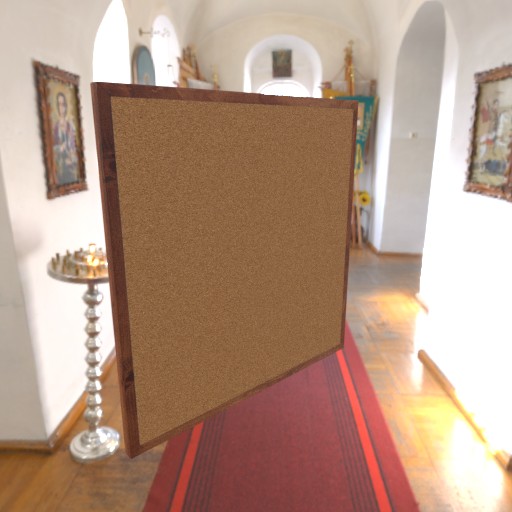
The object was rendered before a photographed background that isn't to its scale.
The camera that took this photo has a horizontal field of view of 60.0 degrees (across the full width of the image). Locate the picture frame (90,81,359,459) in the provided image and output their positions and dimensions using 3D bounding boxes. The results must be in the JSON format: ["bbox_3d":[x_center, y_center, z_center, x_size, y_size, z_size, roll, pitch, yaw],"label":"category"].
[{"bbox_3d":[0.000,0.000,1.185,0.810,0.817,0.029,-14,21,-41],"label":"picture frame"}]
